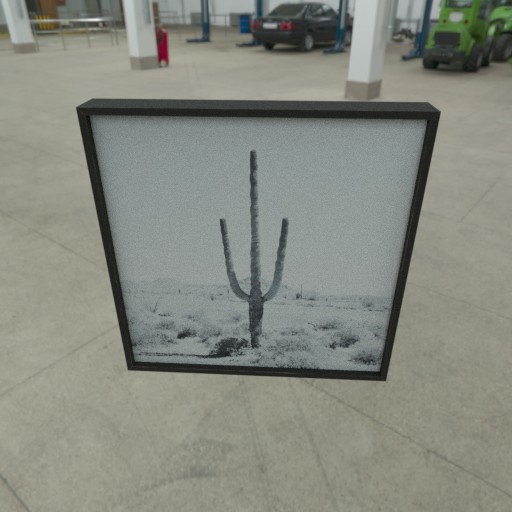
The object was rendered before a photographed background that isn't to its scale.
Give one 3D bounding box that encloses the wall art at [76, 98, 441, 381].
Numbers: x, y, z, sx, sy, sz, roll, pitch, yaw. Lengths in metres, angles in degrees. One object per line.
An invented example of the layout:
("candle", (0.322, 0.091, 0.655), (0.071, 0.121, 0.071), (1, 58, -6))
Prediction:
("wall art", (0.000, 0.000, 0.462), (0.305, 0.305, 0.038), (2, 30, 3))
